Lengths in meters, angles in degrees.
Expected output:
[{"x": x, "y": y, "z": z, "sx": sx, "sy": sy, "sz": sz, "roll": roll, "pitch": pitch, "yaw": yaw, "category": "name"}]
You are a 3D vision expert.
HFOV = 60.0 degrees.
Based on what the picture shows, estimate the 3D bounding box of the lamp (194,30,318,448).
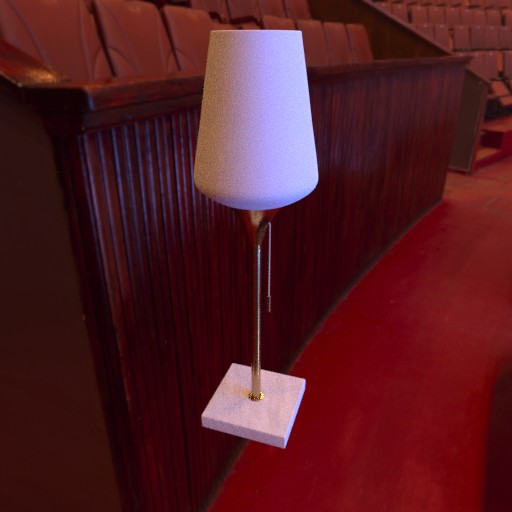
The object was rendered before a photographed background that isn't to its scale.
[{"x": 0.000, "y": 0.000, "z": 0.706, "sx": 0.181, "sy": 0.639, "sz": 0.181, "roll": 8, "pitch": 27, "yaw": 17, "category": "lamp"}]
